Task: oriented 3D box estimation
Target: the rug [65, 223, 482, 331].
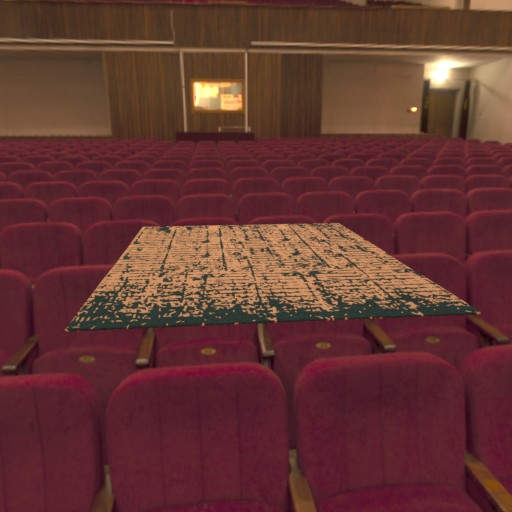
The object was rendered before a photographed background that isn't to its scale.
[{"bbox_3d":[0.000,0.000,3.988,2.416,0.014,3.017,-2,15,-6],"label":"rug"}]
